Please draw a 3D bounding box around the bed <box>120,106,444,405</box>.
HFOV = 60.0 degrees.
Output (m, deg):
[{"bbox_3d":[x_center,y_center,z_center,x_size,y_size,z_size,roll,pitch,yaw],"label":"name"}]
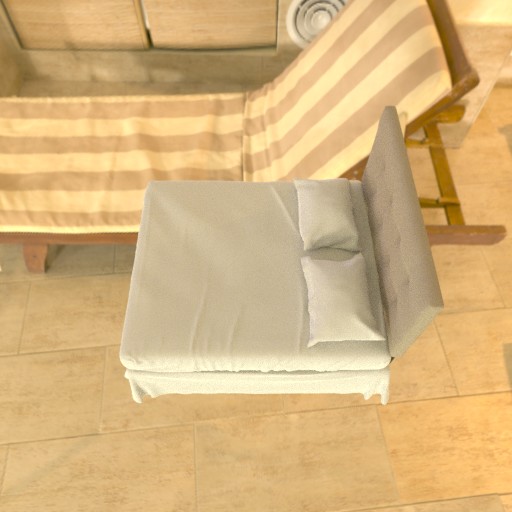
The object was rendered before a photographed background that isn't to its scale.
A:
[{"bbox_3d":[0.000,0.000,3.480,2.222,1.577,1.936,0,59,0],"label":"bed"}]
